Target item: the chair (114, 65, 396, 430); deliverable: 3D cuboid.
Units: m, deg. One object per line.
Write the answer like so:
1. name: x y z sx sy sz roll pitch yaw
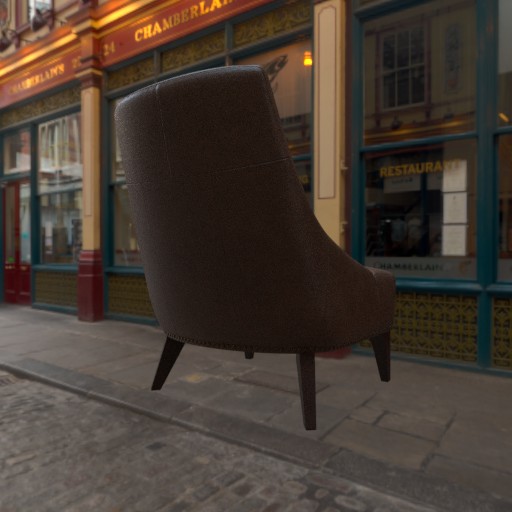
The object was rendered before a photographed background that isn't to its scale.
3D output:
1. chair: 0.000 0.000 1.483 0.701 0.909 0.861 0 0 35
